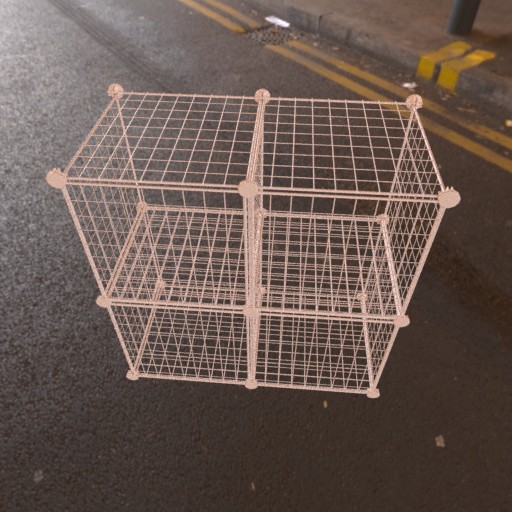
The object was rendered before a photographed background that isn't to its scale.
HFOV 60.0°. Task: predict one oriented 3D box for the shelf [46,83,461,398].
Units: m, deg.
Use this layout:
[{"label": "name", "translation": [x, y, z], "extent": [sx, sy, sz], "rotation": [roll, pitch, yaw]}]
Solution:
[{"label": "shelf", "translation": [0.000, 0.000, 1.125], "extent": [0.711, 0.711, 0.356], "rotation": [3, 45, 3]}]
